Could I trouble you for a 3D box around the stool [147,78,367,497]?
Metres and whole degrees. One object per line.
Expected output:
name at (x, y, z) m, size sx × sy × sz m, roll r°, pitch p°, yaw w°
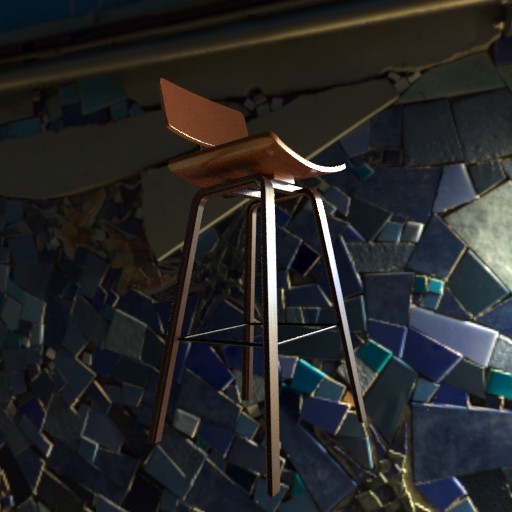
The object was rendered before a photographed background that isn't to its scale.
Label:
stool at (0.000, 0.000, 1.224) m, size 0.440 × 0.969 × 0.509 m, roll 0°, pitch 0°, yaw 35°
